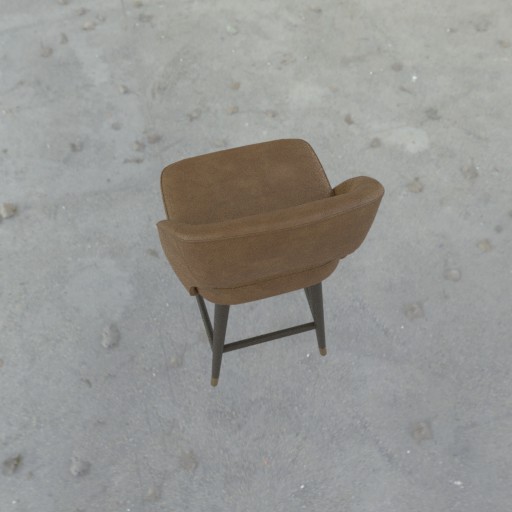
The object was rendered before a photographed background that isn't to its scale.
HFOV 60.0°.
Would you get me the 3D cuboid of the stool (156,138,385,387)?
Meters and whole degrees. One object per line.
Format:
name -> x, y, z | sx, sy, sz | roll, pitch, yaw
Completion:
stool -> 0.000, 0.000, 1.305 | 0.494, 1.037, 0.509 | -14, 61, -8
